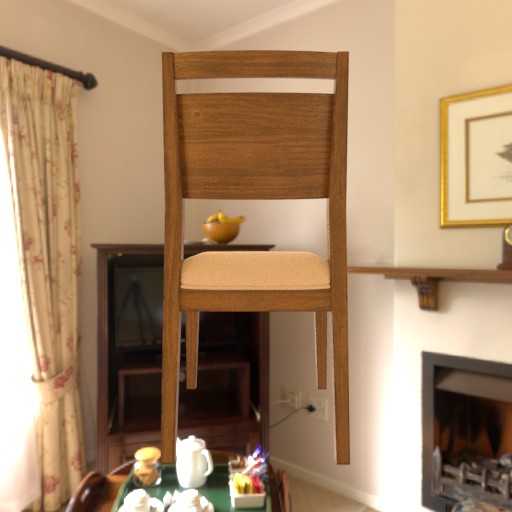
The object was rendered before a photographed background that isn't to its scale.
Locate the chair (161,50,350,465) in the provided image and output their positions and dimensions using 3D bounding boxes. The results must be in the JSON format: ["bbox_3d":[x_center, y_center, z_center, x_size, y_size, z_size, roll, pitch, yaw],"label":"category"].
[{"bbox_3d":[0.000,0.000,1.281,0.497,0.939,0.610,0,0,0],"label":"chair"}]
